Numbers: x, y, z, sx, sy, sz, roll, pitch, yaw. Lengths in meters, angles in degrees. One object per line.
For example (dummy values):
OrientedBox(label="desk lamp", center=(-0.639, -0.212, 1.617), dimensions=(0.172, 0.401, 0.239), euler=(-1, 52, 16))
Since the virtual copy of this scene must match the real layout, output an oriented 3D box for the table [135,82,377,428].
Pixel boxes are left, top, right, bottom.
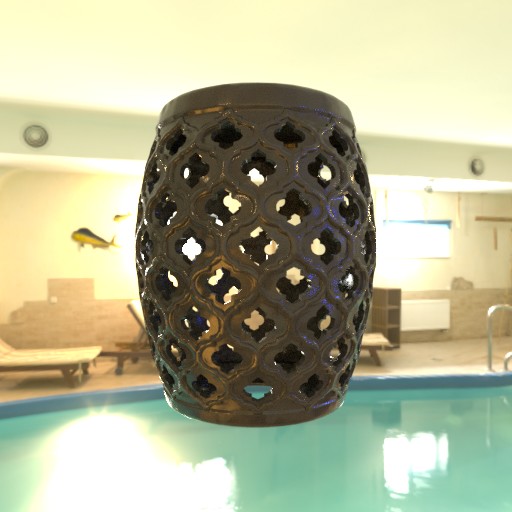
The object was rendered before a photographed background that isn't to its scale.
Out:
OrientedBox(label="table", center=(0.000, 0.000, 0.617), dimensions=(0.325, 0.388, 0.325), euler=(0, 0, 0))
